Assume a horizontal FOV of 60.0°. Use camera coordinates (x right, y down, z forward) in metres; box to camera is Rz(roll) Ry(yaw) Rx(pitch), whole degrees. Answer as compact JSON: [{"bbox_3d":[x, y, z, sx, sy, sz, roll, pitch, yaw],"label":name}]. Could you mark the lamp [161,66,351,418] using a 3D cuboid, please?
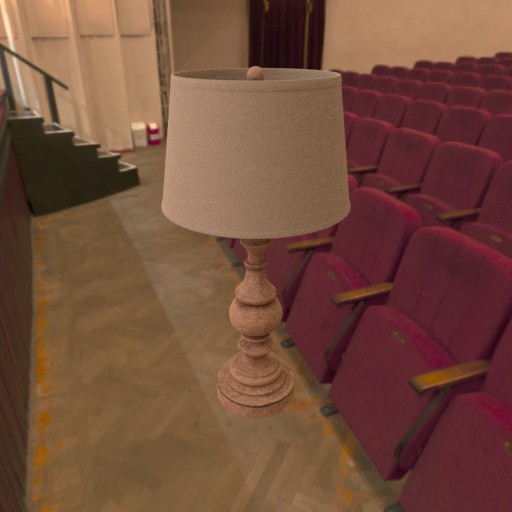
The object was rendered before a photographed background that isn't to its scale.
[{"bbox_3d":[0.000,0.000,0.861,0.340,0.678,0.340,0,26,0],"label":"lamp"}]
